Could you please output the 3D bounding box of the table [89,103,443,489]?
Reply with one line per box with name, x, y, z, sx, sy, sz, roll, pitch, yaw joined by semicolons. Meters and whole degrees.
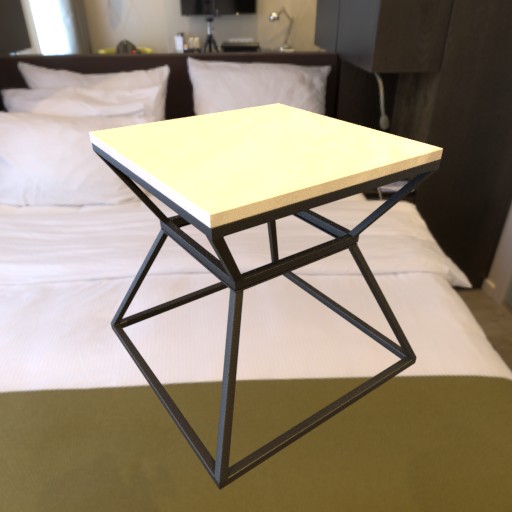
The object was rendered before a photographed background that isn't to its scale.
table;0.000;0.000;0.818;0.455;0.431;0.455;-20;36;-30
